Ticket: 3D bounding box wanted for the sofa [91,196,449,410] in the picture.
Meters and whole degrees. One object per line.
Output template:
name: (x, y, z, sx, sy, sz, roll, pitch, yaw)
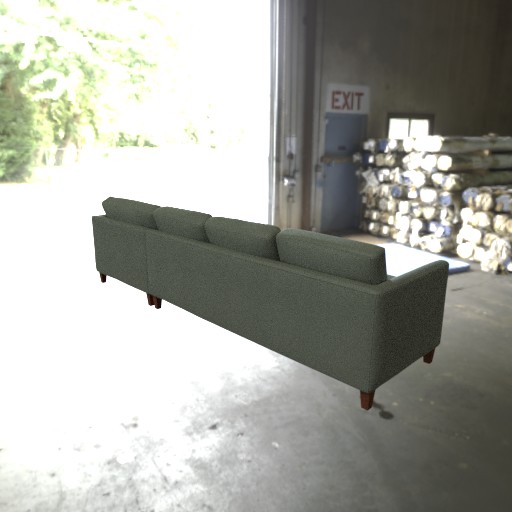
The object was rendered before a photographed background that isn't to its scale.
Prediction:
sofa: (0.000, 0.000, 4.115, 1.604, 0.950, 3.471, -14, 20, -43)
